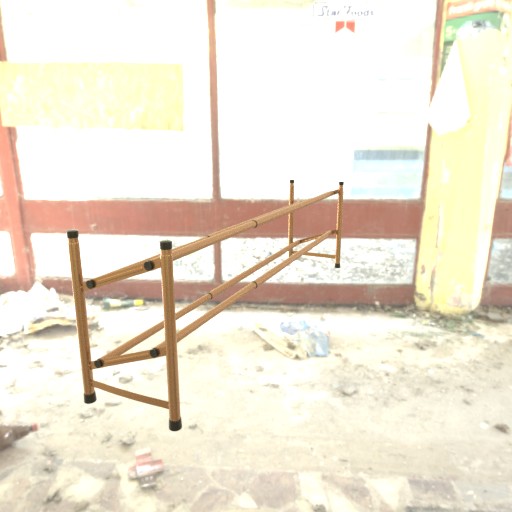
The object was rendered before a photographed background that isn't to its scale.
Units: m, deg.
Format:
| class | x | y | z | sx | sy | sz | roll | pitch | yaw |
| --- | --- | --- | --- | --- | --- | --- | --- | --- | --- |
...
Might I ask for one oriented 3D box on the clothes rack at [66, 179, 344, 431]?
| class | x | y | z | sx | sy | sz | roll | pitch | yaw |
| --- | --- | --- | --- | --- | --- | --- | --- | --- | --- |
| clothes rack | 0.000 | 0.000 | 1.306 | 0.229 | 0.349 | 1.168 | 7 | 16 | 24 |
